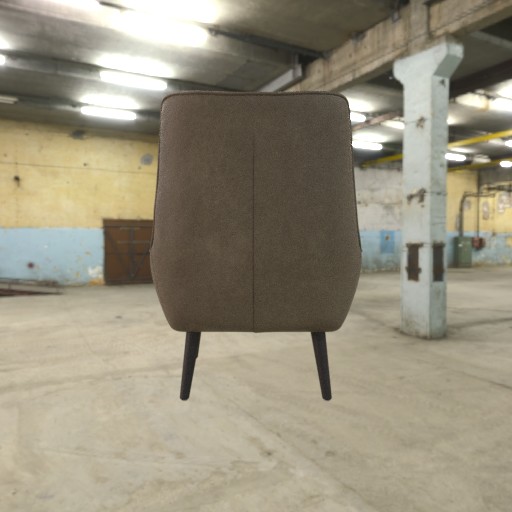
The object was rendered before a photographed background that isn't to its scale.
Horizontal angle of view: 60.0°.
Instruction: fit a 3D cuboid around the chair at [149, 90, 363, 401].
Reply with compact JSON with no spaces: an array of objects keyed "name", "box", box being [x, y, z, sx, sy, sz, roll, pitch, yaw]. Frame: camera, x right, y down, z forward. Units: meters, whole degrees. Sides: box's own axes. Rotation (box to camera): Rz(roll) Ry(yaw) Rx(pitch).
[{"name":"chair","box":[0.000,0.000,1.539,0.787,0.888,0.824,0,1,0]}]
